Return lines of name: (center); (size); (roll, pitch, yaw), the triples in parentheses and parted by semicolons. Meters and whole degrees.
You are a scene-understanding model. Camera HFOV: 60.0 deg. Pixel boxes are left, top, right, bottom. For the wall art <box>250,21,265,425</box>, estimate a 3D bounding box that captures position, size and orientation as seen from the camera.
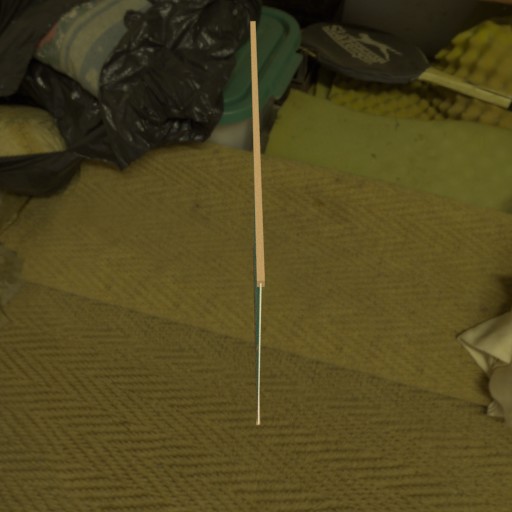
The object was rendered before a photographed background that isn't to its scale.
wall art: (0.000, 0.000, 1.343); (0.013, 1.016, 0.758); (-1, 57, -1)
